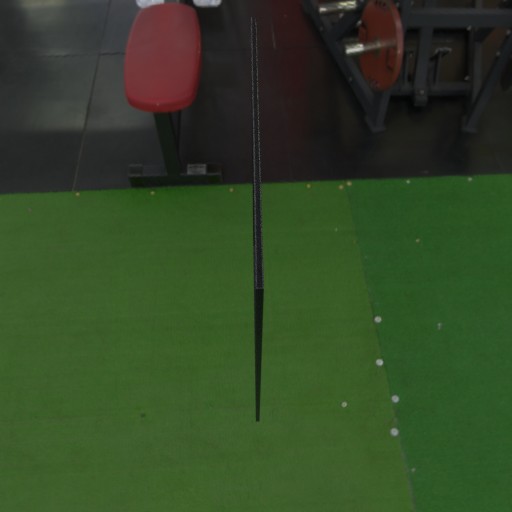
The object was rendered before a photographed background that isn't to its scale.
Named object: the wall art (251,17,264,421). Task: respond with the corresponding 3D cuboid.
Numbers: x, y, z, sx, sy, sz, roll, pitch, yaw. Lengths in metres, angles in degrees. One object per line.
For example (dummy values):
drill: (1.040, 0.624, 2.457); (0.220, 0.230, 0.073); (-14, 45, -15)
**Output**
wall art: (0.000, 0.000, 1.257); (0.013, 0.967, 0.707); (-1, 58, 0)
